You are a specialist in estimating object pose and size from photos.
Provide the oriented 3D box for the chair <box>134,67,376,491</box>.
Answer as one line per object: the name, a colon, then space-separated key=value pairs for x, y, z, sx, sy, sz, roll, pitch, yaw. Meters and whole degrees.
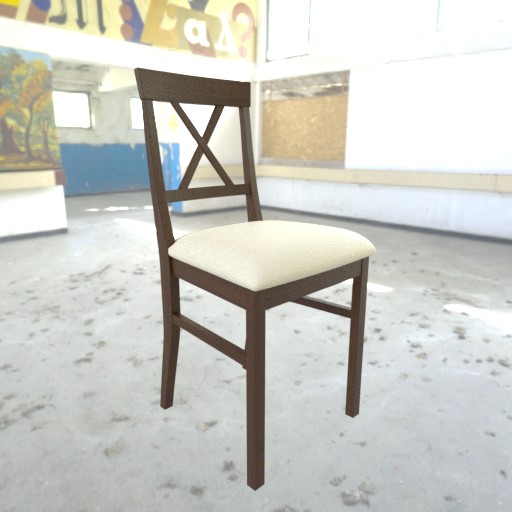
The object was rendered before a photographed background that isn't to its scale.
chair: x=0.000 y=0.000 z=1.145 sx=0.440 sy=0.913 sz=0.480 roll=-14 pitch=20 yaw=-43
